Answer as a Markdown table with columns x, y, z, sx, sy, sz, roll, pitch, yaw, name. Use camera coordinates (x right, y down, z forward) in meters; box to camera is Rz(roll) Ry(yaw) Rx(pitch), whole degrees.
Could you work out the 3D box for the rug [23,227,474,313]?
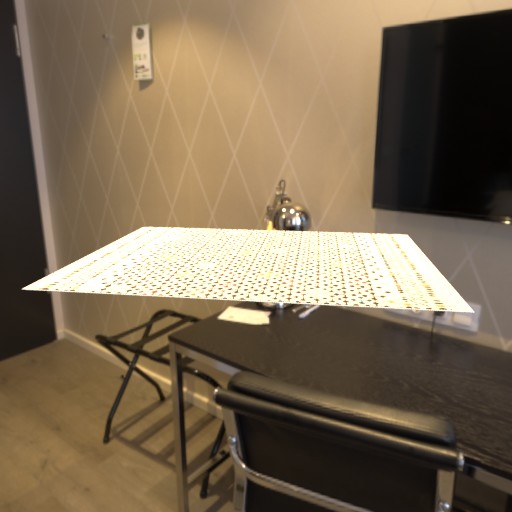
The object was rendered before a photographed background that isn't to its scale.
| x | y | z | sx | sy | sz | roll | pitch | yaw | name |
| --- | --- | --- | --- | --- | --- | --- | --- | --- | --- |
| 0.000 | 0.000 | 2.053 | 1.556 | 0.006 | 1.146 | 2 | 15 | 8 | rug |
